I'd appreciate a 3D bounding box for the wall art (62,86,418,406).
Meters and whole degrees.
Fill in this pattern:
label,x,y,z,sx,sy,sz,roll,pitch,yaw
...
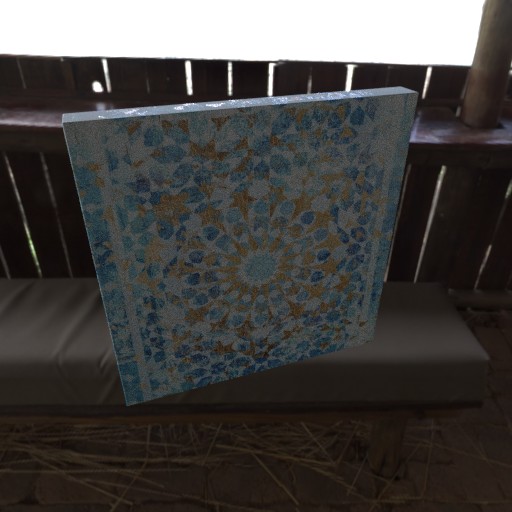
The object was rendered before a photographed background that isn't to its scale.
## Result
label,x,y,z,sx,sy,sz,roll,pitch,yaw
wall art,0.000,0.000,0.602,0.405,0.405,0.037,-11,34,-16
